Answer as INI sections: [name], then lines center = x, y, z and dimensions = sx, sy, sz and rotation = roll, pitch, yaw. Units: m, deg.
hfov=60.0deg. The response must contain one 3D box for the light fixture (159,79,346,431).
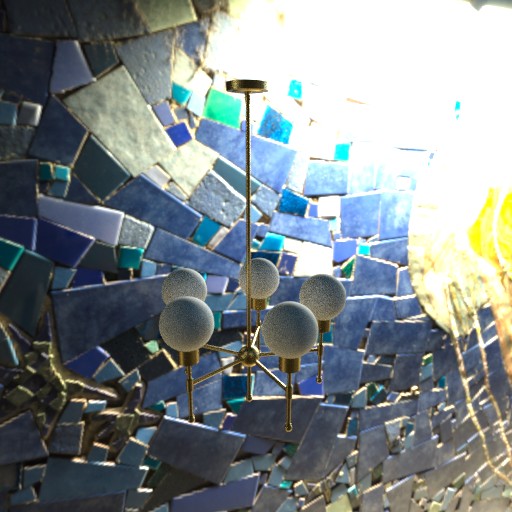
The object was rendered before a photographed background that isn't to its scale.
[light fixture]
center = 0.000, 0.000, 1.812
dimensions = 0.785, 1.331, 0.815
rotation = -3, 15, -10
